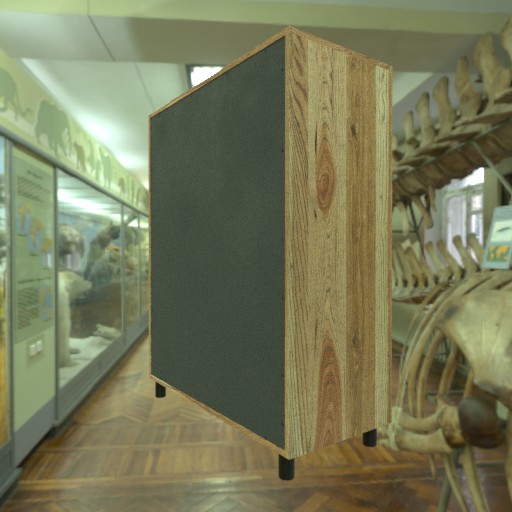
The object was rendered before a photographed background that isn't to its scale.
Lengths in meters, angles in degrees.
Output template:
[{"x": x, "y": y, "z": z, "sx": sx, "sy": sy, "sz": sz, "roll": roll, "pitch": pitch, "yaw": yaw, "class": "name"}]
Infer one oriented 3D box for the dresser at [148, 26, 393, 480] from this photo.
[{"x": 0.000, "y": 0.000, "z": 1.724, "sx": 0.480, "sy": 1.243, "sz": 0.966, "roll": 0, "pitch": 1, "yaw": -36, "class": "dresser"}]
